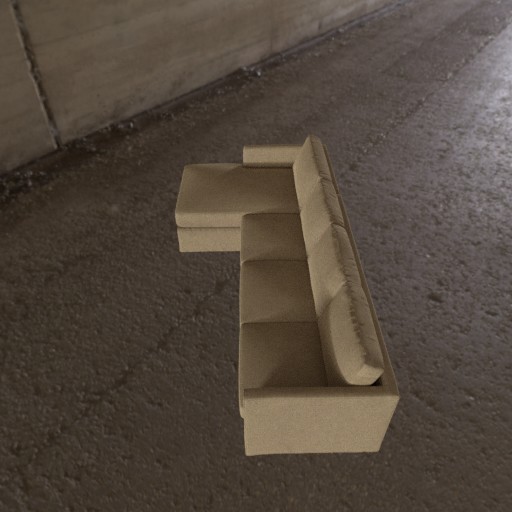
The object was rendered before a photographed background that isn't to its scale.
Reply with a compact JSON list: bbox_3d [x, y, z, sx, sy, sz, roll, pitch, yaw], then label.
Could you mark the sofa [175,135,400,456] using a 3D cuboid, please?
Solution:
[{"bbox_3d":[0.000,0.000,3.950,1.638,0.920,3.198,-1,41,-1],"label":"sofa"}]
